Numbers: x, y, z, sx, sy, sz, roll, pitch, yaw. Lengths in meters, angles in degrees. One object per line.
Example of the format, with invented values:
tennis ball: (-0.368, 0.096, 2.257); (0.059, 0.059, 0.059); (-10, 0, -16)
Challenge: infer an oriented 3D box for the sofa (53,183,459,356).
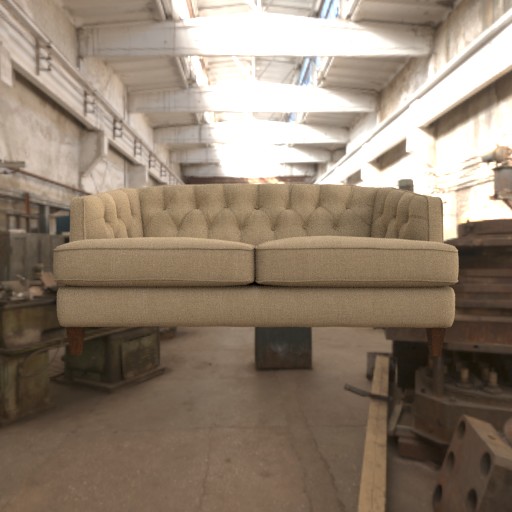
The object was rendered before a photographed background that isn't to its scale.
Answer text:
sofa: (0.000, 0.000, 2.295); (1.733, 0.855, 0.941); (0, 1, 1)
